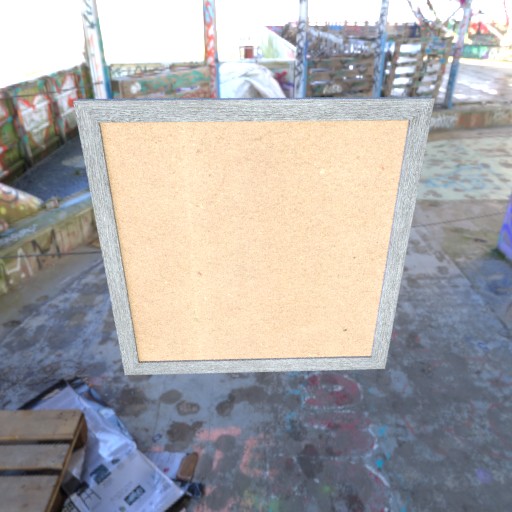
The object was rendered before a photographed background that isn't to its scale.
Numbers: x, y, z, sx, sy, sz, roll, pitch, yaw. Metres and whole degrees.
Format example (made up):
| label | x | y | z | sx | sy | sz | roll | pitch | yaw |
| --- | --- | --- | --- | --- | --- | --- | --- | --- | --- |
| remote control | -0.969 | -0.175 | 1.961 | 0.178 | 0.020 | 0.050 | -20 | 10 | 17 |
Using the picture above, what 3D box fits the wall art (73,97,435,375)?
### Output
| label | x | y | z | sx | sy | sz | roll | pitch | yaw |
| --- | --- | --- | --- | --- | --- | --- | --- | --- | --- |
| wall art | 0.000 | 0.000 | 1.011 | 0.685 | 0.685 | 0.020 | -1 | 29 | -2 |
